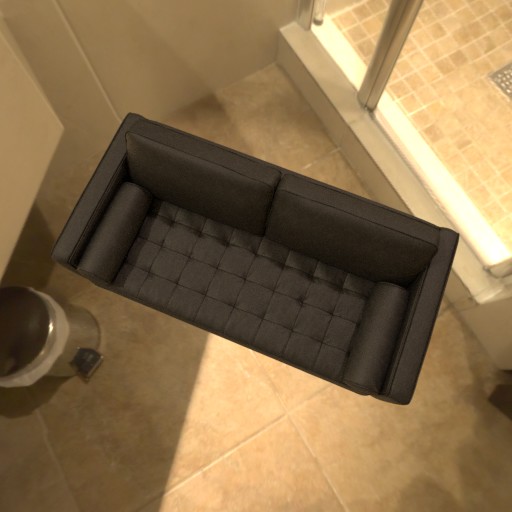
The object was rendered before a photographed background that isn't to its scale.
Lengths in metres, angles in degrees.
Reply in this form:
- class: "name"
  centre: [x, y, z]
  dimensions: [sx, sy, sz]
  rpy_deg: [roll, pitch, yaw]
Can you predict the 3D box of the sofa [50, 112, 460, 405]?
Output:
- class: "sofa"
  centre: [0.000, 0.000, 2.371]
  dimensions: [1.879, 0.770, 0.921]
  rpy_deg: [21, 76, 6]
